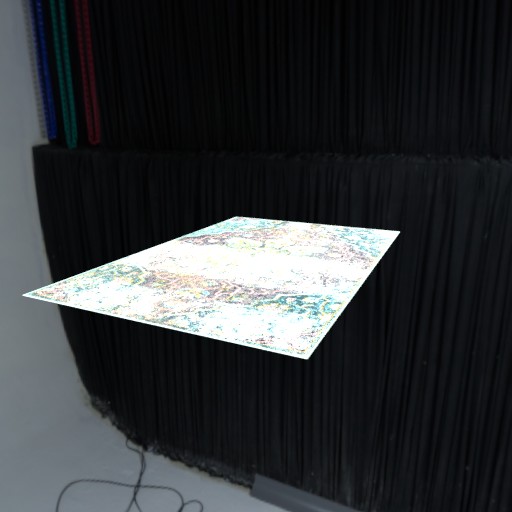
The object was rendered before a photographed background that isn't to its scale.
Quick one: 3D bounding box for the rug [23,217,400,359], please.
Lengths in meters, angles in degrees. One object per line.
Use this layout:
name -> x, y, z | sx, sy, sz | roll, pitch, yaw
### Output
rug -> 0.000, 0.000, 2.957 | 1.566, 0.004, 2.363 | 8, 18, 25
